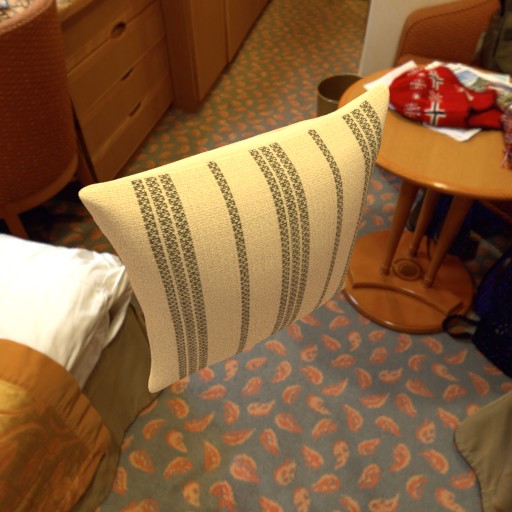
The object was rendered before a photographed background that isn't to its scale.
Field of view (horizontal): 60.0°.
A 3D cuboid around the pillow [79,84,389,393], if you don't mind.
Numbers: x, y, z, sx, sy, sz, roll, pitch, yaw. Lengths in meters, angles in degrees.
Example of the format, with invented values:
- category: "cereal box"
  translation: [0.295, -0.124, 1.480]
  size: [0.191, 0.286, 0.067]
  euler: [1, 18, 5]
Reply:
- category: "pillow"
  translation: [0.000, 0.000, 0.638]
  size: [0.405, 0.406, 0.173]
  euler: [-25, 52, -22]
